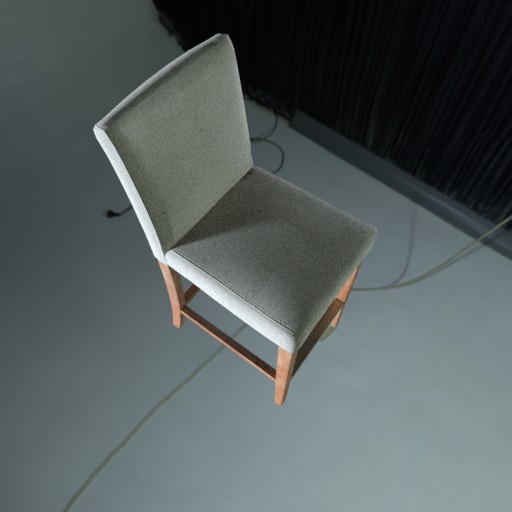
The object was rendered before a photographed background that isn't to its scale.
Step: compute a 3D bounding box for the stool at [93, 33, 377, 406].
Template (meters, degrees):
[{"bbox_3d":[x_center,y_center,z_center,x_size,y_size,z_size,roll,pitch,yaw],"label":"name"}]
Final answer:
[{"bbox_3d":[0.000,0.000,1.383,0.570,1.088,0.439,32,64,18],"label":"stool"}]
